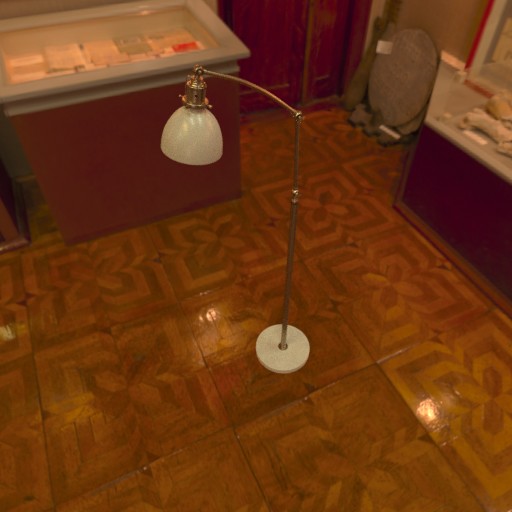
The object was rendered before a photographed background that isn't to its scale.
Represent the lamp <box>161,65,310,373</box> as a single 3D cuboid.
[{"bbox_3d":[0.000,0.000,1.788,0.599,1.586,0.288,-17,48,-16],"label":"lamp"}]
